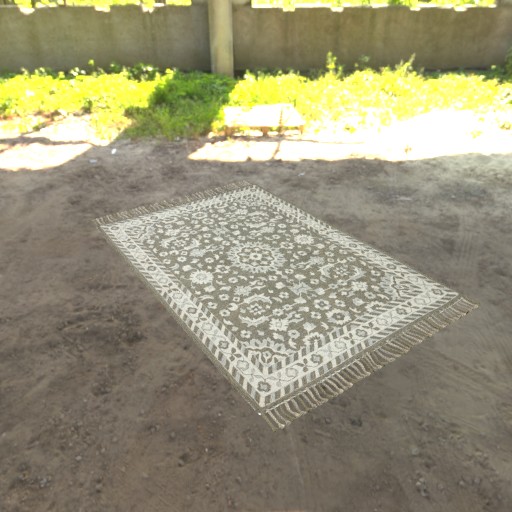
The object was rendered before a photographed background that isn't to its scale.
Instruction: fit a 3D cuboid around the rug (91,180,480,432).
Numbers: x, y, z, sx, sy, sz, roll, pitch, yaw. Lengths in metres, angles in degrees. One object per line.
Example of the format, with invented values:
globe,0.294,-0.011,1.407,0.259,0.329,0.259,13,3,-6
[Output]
rug,0.000,0.000,3.055,1.530,0.025,2.431,-20,36,-30
